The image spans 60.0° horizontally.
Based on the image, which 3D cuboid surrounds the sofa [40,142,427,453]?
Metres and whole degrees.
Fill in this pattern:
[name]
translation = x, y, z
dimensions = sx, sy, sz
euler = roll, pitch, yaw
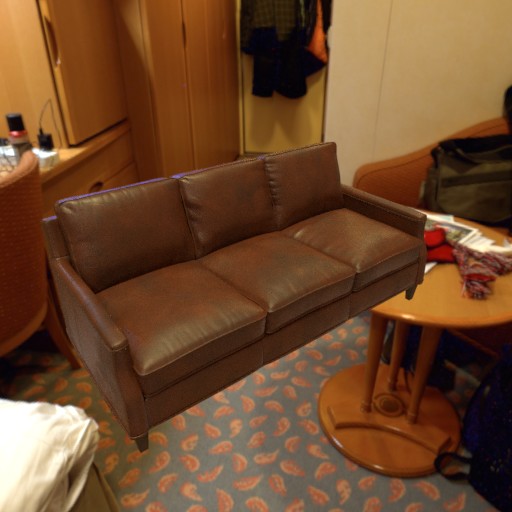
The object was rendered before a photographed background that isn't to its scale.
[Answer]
[sofa]
translation = 0.000, 0.000, 2.787
dimensions = 2.240, 1.003, 1.084
euler = -20, 35, -32
